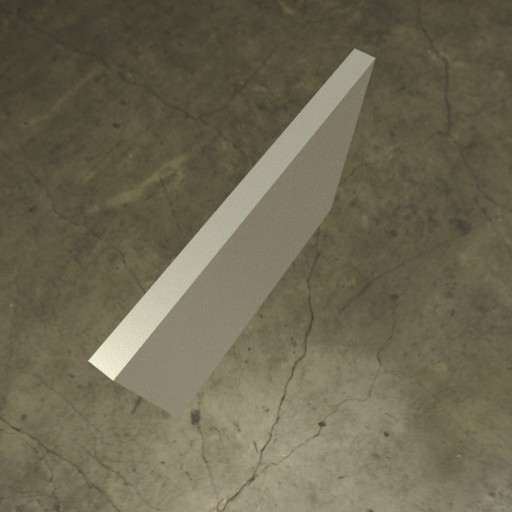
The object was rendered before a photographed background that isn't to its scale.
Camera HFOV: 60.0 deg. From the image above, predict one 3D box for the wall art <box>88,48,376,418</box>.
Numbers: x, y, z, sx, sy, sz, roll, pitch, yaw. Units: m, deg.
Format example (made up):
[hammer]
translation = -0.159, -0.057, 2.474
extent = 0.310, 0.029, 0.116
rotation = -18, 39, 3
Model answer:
[wall art]
translation = 0.000, 0.000, 1.409
extent = 0.066, 0.801, 1.056
rotation = 32, 69, 14
